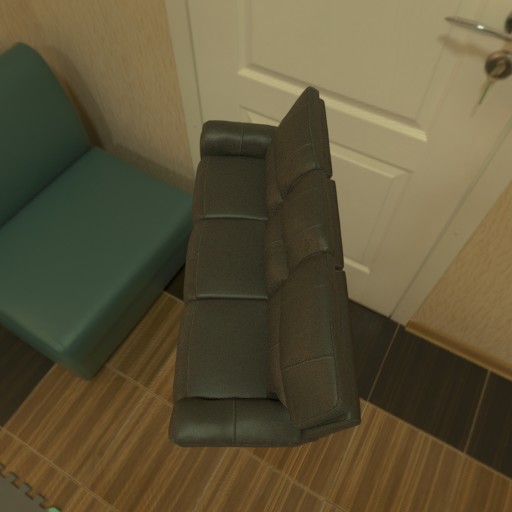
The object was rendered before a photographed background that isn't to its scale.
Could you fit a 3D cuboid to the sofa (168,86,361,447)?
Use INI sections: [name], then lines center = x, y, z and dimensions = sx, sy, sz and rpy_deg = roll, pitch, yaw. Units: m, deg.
[sofa]
center = 0.000, 0.000, 3.261
dimensions = 1.104, 1.134, 2.627
rpy_deg = 0, 58, 0
